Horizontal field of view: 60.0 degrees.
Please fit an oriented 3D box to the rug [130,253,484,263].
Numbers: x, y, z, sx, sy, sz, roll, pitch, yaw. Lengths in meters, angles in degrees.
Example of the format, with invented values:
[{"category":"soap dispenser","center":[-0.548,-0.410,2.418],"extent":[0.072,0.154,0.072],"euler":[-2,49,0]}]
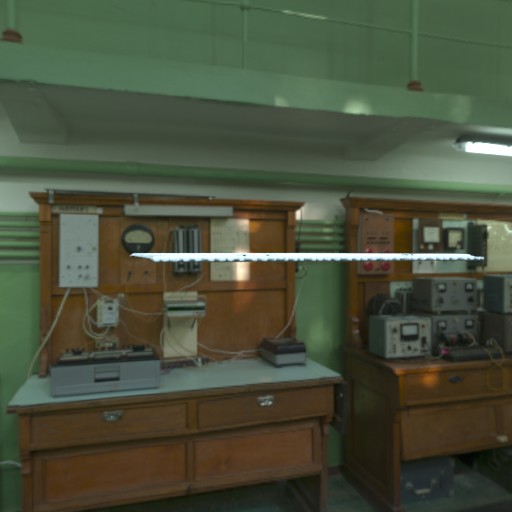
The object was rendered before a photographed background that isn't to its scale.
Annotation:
[{"category":"rug","center":[0.000,0.000,2.872],"extent":[1.494,0.031,2.307],"euler":[0,0,-18]}]
